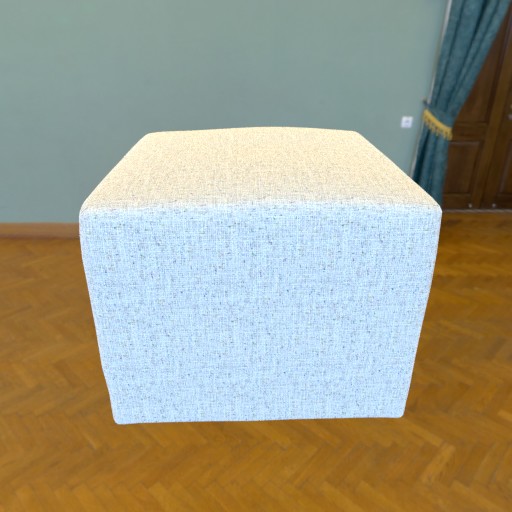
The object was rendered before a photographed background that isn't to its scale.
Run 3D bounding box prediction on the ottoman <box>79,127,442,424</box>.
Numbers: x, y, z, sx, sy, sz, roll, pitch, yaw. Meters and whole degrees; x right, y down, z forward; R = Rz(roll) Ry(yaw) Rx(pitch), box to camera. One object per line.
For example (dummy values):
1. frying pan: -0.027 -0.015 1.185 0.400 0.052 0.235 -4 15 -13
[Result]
1. ottoman: 0.000 0.000 0.904 0.512 0.453 0.521 -1 27 -2
